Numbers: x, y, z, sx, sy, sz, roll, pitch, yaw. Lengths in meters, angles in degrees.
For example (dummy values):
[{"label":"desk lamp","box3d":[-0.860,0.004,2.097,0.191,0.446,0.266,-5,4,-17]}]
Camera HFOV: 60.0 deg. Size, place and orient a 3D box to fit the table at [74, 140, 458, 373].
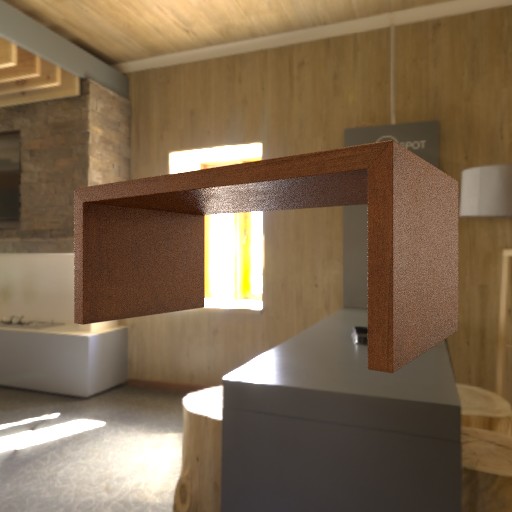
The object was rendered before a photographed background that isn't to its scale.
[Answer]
[{"label":"table","box3d":[0.000,0.000,1.309,1.000,0.419,0.549,0,0,36]}]
